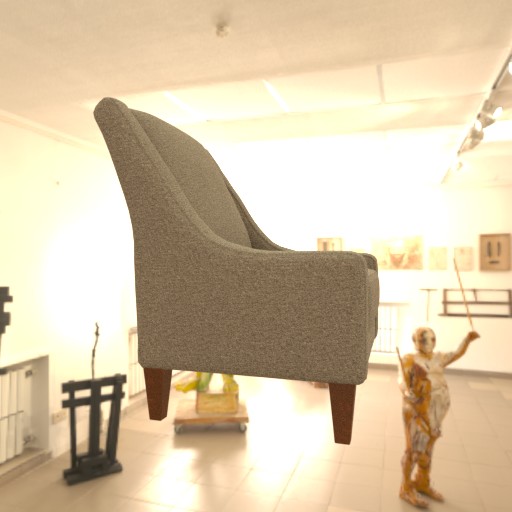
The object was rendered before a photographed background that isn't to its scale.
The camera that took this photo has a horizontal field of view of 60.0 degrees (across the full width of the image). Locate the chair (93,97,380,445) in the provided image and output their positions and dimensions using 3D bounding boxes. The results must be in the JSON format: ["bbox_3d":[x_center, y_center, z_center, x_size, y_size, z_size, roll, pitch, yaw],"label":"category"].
[{"bbox_3d":[0.000,0.000,1.636,0.870,1.016,0.774,0,0,18],"label":"chair"}]
